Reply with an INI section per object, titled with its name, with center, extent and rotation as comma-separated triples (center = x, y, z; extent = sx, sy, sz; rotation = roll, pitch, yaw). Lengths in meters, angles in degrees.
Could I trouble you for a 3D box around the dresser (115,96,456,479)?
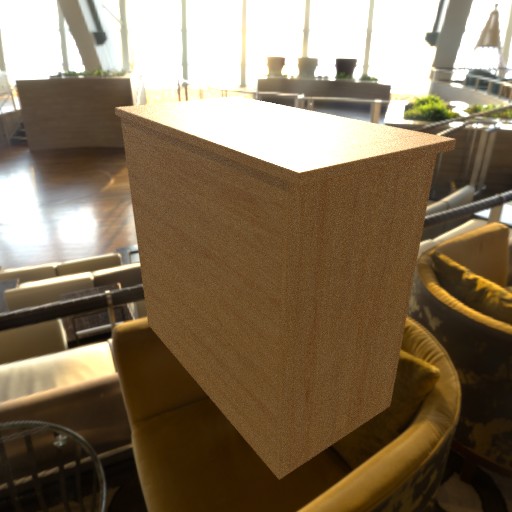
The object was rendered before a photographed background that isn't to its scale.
[dresser]
center = 0.000, 0.000, 1.230
extent = 0.410, 0.730, 0.800
rotation = -18, 32, -31
